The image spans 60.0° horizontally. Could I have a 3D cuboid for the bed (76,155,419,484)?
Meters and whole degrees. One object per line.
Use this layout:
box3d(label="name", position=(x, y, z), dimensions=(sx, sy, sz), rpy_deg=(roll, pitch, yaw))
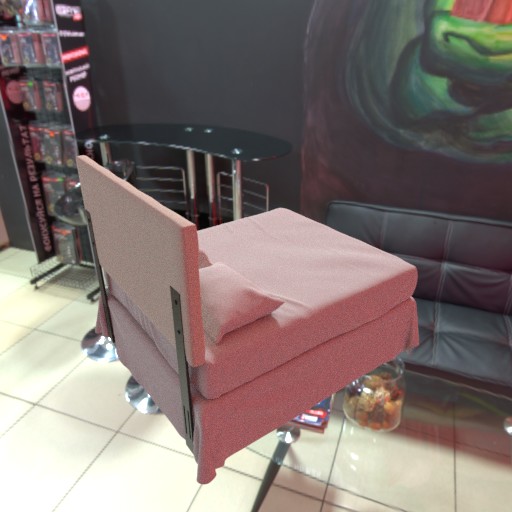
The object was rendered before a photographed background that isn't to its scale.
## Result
box3d(label="bed", position=(0.000, 0.000, 3.501), dimensions=(2.222, 1.577, 1.936), rpy_deg=(-19, 32, -32))
